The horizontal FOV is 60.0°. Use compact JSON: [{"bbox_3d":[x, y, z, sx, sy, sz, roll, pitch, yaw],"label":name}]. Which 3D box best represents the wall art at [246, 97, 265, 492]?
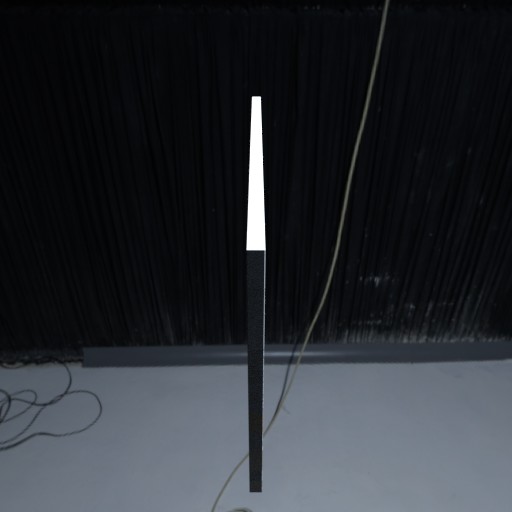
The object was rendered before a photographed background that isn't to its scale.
[{"bbox_3d":[0.000,0.000,1.181,0.027,0.610,0.932,0,32,0],"label":"wall art"}]
